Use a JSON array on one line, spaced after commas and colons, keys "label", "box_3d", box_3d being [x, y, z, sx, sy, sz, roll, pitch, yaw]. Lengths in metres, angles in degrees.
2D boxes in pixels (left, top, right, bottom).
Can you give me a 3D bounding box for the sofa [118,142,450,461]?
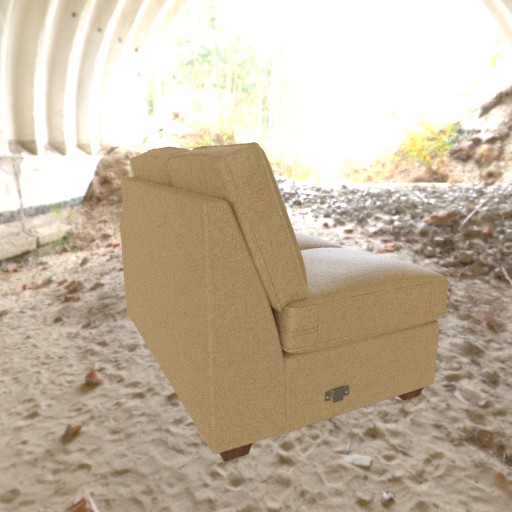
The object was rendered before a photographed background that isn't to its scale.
[{"label": "sofa", "box_3d": [0.000, 0.000, 2.038, 0.991, 0.989, 1.388, -7, 15, -26]}]
